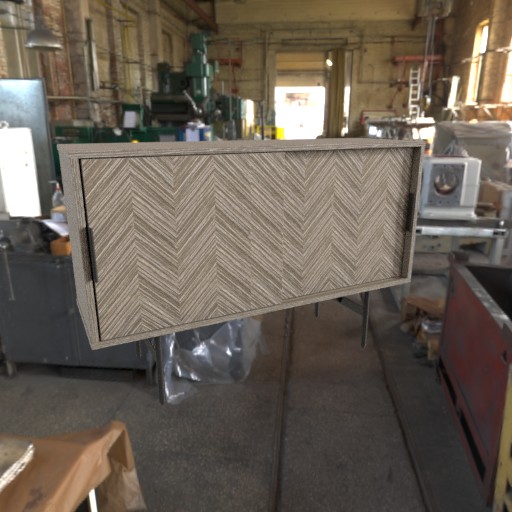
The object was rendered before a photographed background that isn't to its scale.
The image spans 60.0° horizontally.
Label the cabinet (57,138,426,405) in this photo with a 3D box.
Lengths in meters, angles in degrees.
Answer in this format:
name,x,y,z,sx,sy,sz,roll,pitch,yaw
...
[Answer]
name,x,y,z,sx,sy,sz,roll,pitch,yaw
cabinet,0.000,0.000,1.589,1.194,0.787,0.405,-8,19,-26
